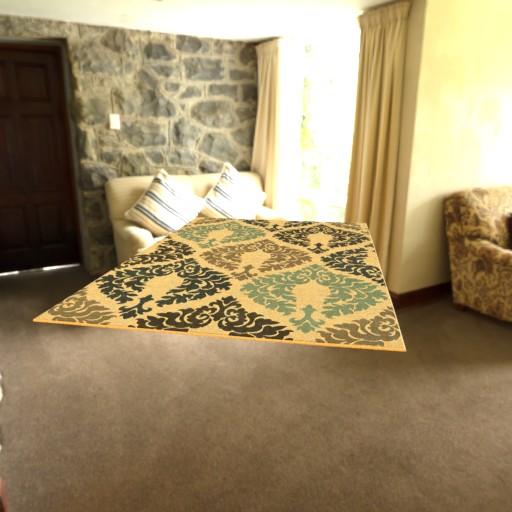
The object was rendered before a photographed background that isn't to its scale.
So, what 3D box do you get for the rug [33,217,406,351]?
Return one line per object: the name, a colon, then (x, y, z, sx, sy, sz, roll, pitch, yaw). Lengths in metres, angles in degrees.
rug: (0.000, 0.000, 2.806, 1.514, 0.014, 2.275, 3, 16, 10)
